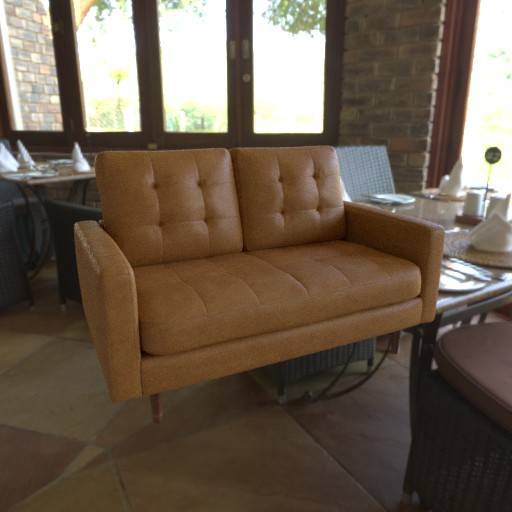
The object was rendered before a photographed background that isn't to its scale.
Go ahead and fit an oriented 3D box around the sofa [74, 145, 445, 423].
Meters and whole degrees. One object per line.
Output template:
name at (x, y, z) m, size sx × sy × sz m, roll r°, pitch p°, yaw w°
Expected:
sofa at (0.000, 0.000, 1.949) m, size 1.430 × 0.898 × 0.868 m, roll -8°, pitch 18°, yaw -25°
